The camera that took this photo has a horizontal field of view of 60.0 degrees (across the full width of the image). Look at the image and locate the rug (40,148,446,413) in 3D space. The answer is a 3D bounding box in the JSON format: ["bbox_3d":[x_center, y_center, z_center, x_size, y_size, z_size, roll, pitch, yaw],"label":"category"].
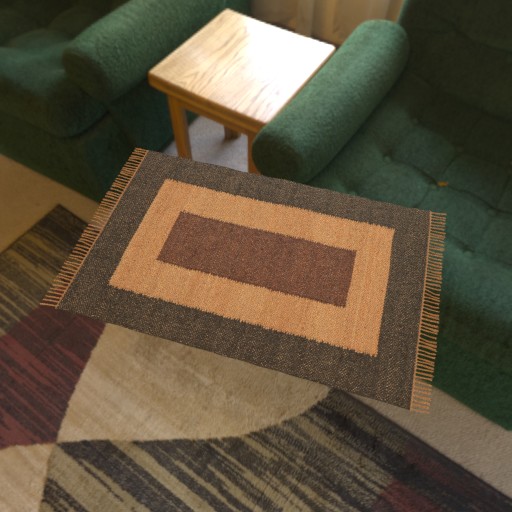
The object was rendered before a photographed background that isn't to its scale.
[{"bbox_3d":[0.000,0.000,1.885,1.541,0.013,0.920,14,59,9],"label":"rug"}]
